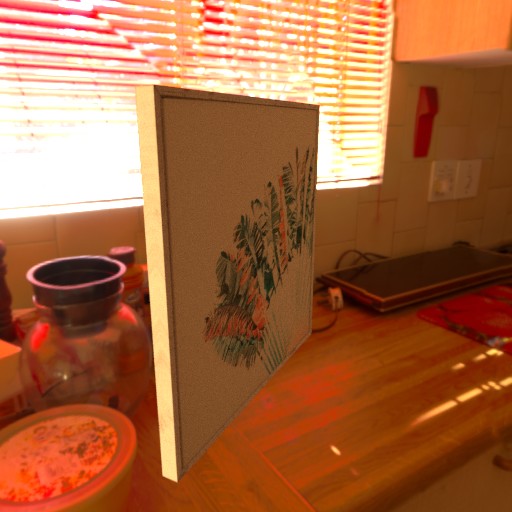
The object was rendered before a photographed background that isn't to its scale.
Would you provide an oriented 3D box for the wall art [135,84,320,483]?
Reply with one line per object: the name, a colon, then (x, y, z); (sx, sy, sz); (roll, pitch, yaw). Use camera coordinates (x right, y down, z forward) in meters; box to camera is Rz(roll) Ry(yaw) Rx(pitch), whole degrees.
wall art: (0.000, 0.000, 1.126); (0.038, 0.757, 0.760); (8, 18, 26)
